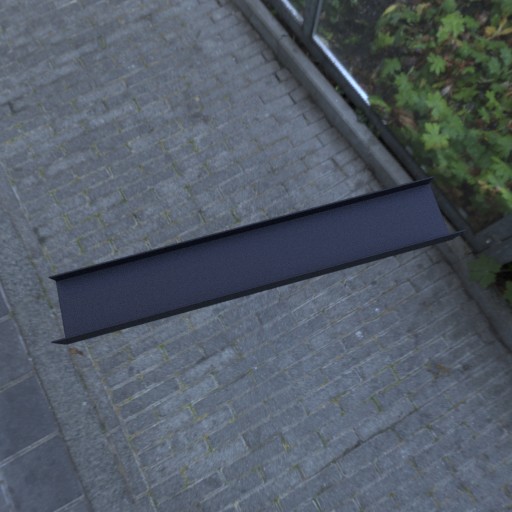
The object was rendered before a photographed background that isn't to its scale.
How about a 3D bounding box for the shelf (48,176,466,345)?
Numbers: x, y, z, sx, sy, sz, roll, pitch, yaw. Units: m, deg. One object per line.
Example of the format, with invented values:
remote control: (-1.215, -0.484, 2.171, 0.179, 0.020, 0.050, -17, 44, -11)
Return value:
shelf: (0.000, 0.000, 0.659, 0.605, 0.053, 0.102, -15, 76, -4)
